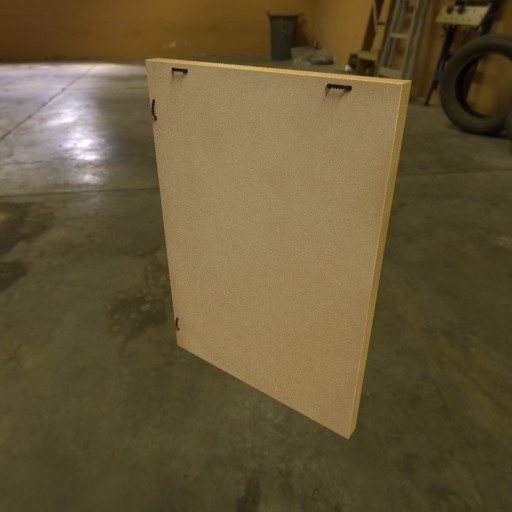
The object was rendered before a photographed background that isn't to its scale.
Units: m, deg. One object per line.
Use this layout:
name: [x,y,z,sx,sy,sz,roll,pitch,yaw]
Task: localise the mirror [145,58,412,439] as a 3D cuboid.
mirror: [0.000,0.000,0.906,0.507,0.710,0.039,20,35,31]
